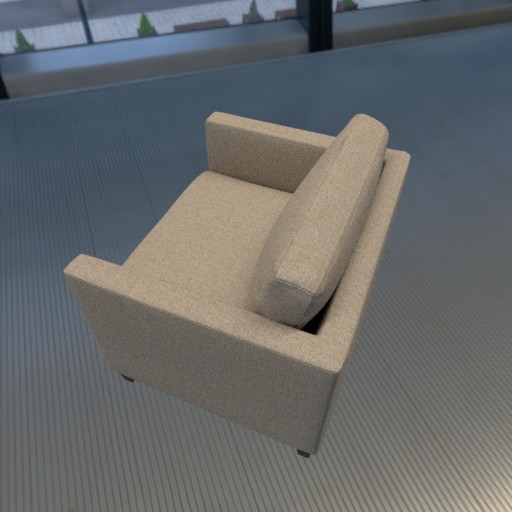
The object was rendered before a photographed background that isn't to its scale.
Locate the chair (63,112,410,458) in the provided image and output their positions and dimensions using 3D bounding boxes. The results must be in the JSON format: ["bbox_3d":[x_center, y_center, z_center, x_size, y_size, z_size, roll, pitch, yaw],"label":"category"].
[{"bbox_3d":[0.000,0.000,1.817,0.959,0.961,1.107,17,50,15],"label":"chair"}]
